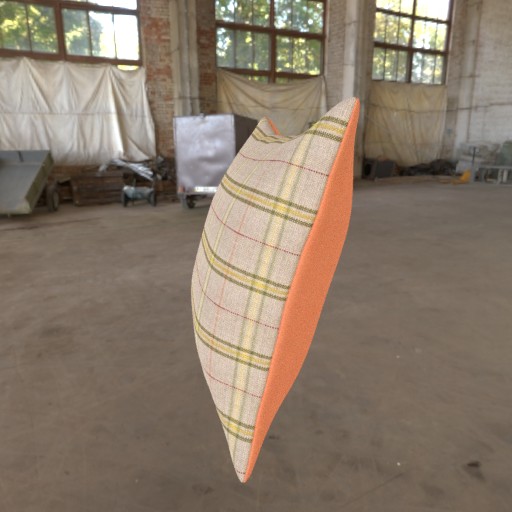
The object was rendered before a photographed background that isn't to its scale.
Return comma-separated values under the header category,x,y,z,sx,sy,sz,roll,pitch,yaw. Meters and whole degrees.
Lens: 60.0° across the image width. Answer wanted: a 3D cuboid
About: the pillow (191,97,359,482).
category,x,y,z,sx,sy,sz,roll,pitch,yaw
pillow,0.000,0.000,0.683,0.200,0.430,0.453,-3,15,-10
